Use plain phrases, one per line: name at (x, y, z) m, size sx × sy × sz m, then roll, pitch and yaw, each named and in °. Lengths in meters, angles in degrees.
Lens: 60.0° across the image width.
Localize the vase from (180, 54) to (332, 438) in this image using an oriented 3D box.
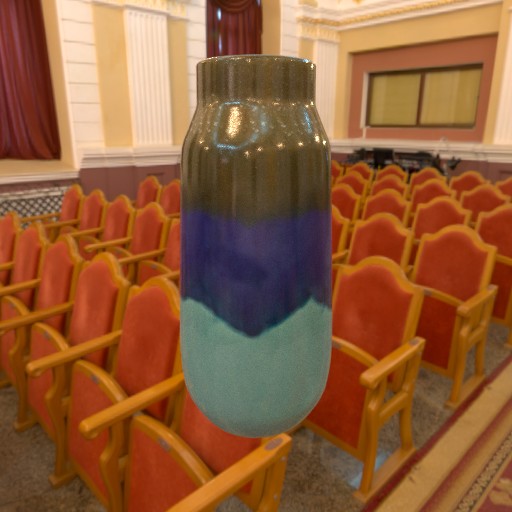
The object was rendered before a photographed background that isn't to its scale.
vase at (0.000, 0.000, 0.388) m, size 0.139 × 0.313 × 0.139 m, roll 0°, pitch 16°, yaw 0°
